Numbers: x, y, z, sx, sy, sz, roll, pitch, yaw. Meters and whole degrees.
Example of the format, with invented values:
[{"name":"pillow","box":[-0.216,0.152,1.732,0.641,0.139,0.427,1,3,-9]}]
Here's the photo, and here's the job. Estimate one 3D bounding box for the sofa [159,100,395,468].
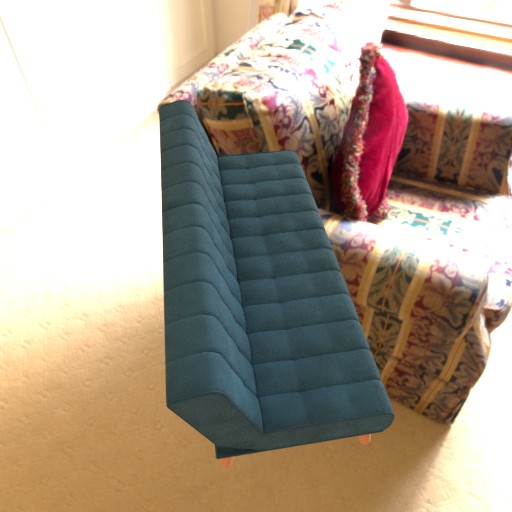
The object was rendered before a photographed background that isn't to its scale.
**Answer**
[{"name":"sofa","box":[0.000,0.000,2.289,0.855,0.813,1.804,-7,48,-6]}]
